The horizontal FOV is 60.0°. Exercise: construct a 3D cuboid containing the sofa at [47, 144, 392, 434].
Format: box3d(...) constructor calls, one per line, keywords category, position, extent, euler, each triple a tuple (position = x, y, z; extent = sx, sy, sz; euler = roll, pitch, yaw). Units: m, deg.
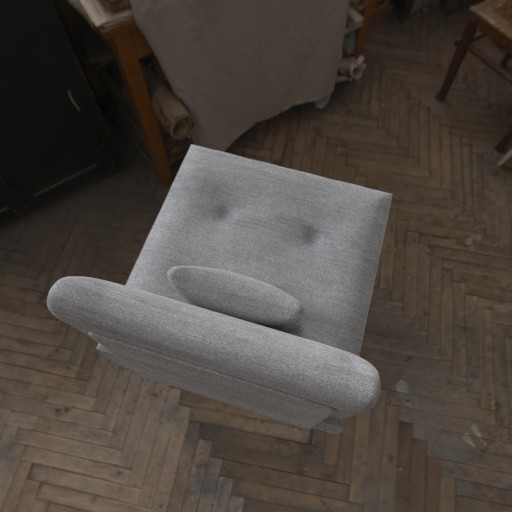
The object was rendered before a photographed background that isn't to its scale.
box3d(category="sofa", position=(0.000, 0.000, 1.670), extent=(0.930, 0.820, 1.000), euler=(15, 66, 7))
